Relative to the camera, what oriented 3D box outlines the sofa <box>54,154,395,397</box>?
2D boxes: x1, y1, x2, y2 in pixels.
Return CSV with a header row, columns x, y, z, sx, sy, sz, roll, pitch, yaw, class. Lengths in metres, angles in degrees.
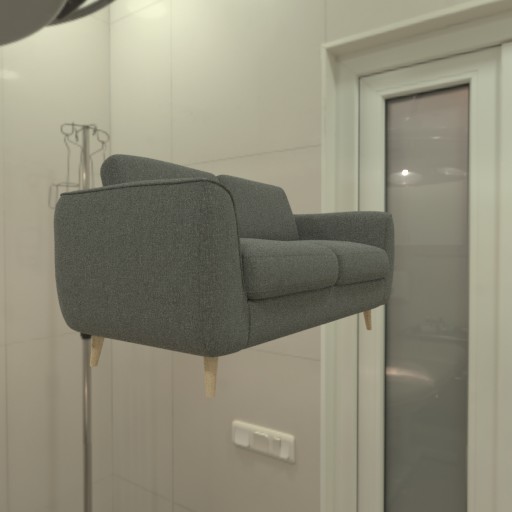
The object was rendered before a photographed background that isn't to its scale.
x,y,z,sx,sy,sz,roll,pitch,yaw,class
0.000,0.000,2.171,0.920,0.870,1.700,1,2,35,sofa
